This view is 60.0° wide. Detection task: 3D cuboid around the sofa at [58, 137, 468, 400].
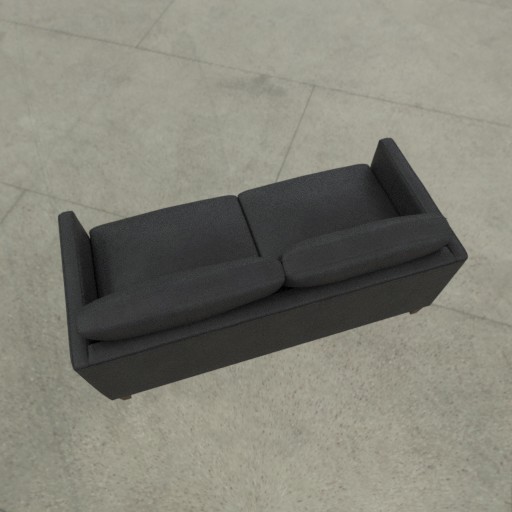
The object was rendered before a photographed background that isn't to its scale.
[{"bbox_3d":[0.000,0.000,2.495,1.971,0.863,0.933,-15,60,-9],"label":"sofa"}]
